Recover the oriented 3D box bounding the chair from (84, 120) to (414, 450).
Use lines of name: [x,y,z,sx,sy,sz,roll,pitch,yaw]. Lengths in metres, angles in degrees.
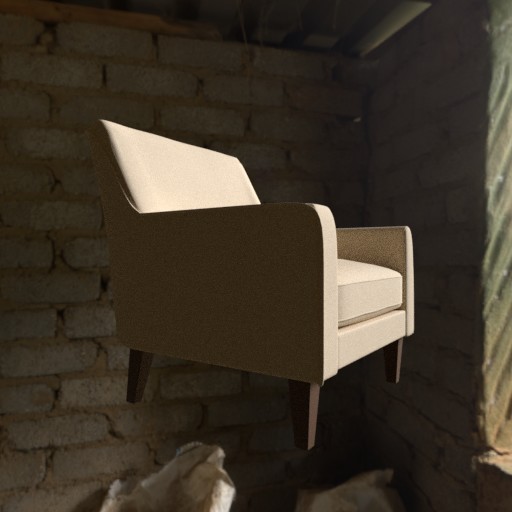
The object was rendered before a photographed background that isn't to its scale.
chair: [0.000,0.000,1.558,0.899,0.919,0.780,0,0,35]
